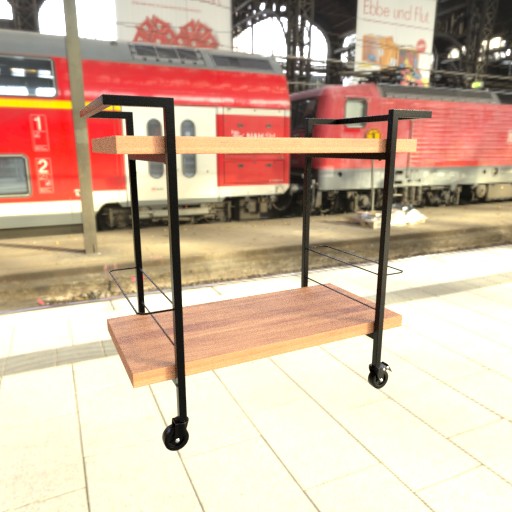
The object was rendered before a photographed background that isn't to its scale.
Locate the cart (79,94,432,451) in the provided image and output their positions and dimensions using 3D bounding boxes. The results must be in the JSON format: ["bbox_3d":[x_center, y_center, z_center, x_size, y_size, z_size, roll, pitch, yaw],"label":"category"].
[{"bbox_3d":[0.000,0.000,1.220,0.806,0.762,0.406,-7,15,-26],"label":"cart"}]
